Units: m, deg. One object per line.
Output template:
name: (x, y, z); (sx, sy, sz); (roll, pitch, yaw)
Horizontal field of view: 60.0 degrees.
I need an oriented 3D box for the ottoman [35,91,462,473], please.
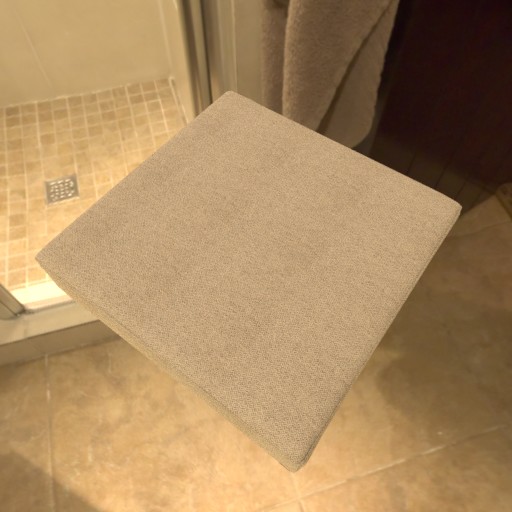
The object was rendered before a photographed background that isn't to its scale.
ottoman: (0.000, 0.000, 1.516); (0.982, 0.381, 0.973); (32, 64, 18)
